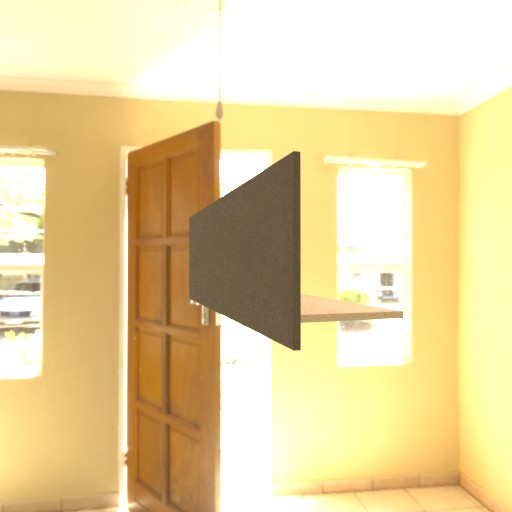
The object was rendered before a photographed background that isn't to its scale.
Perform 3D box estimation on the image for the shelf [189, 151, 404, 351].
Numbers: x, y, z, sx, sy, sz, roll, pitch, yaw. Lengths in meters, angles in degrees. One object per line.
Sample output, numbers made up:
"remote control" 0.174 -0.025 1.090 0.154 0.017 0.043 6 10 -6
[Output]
"shelf" 0.000 0.000 1.181 0.200 0.300 1.020 0 -1 -17
